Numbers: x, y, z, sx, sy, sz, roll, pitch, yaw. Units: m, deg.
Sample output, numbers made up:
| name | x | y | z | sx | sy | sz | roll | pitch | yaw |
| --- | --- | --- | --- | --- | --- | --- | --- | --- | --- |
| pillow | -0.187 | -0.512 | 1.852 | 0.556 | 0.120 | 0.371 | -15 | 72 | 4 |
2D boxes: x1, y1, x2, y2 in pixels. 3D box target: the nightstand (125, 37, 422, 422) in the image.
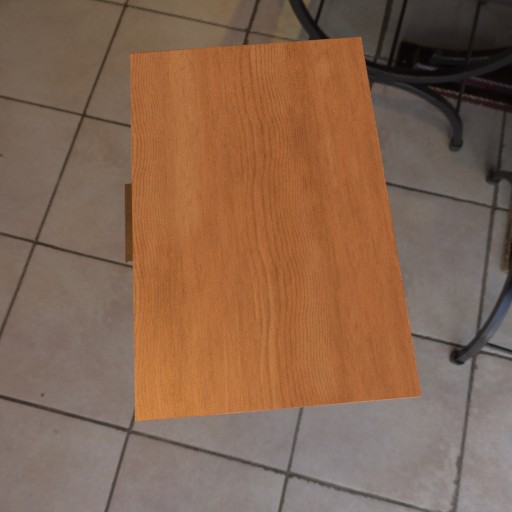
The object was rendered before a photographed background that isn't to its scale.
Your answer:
| name | x | y | z | sx | sy | sz | roll | pitch | yaw |
| --- | --- | --- | --- | --- | --- | --- | --- | --- | --- |
| nightstand | 0.000 | 0.000 | 1.003 | 0.427 | 0.615 | 0.613 | -5 | 75 | -1 |
